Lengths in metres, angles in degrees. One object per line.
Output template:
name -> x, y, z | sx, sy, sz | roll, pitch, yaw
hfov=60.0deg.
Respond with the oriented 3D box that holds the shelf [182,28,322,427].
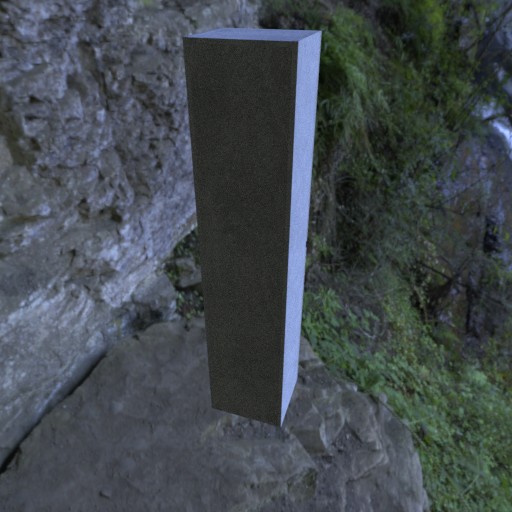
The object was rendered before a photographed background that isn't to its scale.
shelf -> 0.000, 0.000, 1.554 | 0.300, 1.400, 0.270 | 10, 33, 16
